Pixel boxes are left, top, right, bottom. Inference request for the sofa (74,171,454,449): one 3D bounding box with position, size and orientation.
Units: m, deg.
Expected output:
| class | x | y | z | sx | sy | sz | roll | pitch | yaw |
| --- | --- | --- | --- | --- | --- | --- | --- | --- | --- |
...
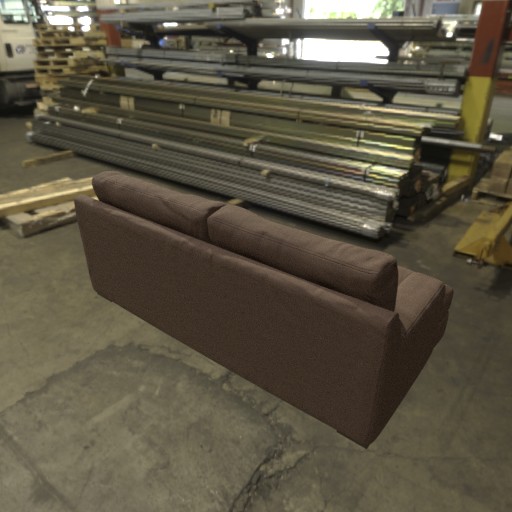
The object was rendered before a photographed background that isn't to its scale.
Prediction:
| class | x | y | z | sx | sy | sz | roll | pitch | yaw |
| --- | --- | --- | --- | --- | --- | --- | --- | --- | --- |
| sofa | 0.000 | 0.000 | 2.880 | 2.274 | 0.950 | 1.140 | 20 | 34 | 33 |
